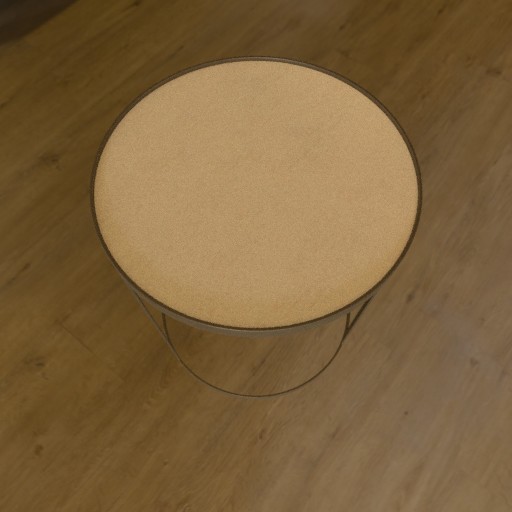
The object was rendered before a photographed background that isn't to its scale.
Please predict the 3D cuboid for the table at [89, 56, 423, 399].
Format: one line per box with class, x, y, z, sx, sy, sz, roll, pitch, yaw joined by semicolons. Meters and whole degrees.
table;0.000;0.000;0.899;0.480;0.565;0.480;0;64;0
